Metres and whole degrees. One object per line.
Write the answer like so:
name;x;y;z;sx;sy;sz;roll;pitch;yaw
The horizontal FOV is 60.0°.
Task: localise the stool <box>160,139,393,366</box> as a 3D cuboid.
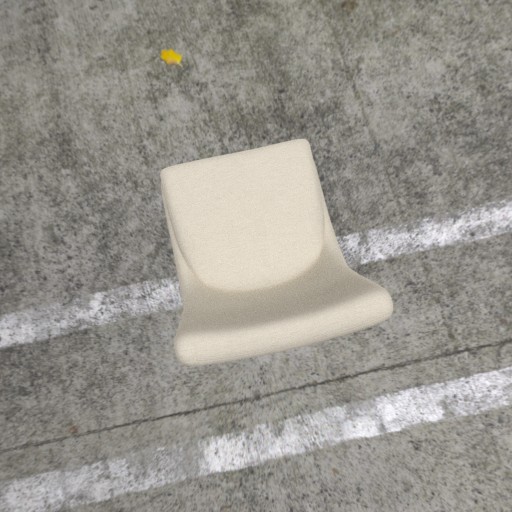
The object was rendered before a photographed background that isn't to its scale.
stool;0.000;0.000;1.334;0.470;0.981;0.577;-13;78;-3
